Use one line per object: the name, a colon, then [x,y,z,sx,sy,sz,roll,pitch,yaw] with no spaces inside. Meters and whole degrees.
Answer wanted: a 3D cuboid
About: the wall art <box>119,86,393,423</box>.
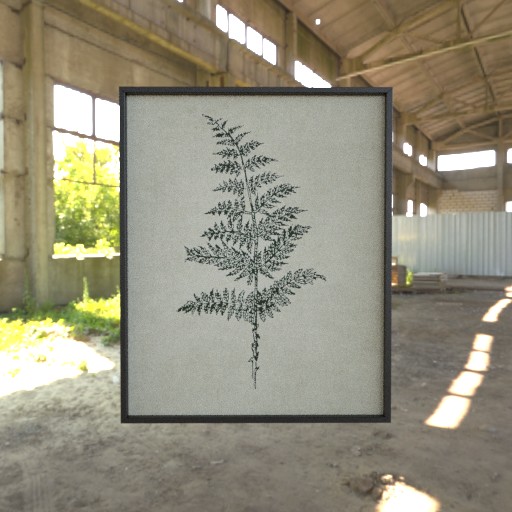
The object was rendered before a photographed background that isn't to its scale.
wall art: [0.000,0.000,0.749,0.449,0.555,0.039,0,1,0]
